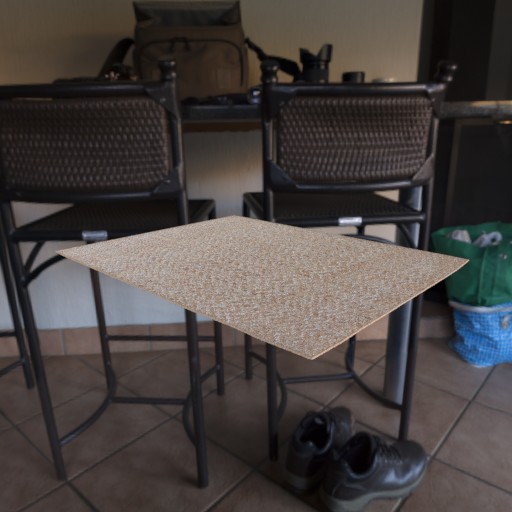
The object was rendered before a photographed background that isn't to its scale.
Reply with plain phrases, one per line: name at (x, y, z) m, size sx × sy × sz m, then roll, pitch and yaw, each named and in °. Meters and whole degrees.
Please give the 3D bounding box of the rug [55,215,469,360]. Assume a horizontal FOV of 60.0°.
rug at (0.000, 0.000, 4.122) m, size 3.048 × 0.013 × 2.439 m, roll 15°, pitch 22°, yaw 41°
